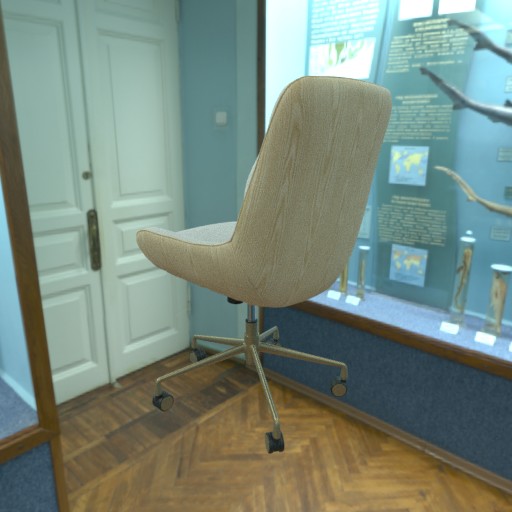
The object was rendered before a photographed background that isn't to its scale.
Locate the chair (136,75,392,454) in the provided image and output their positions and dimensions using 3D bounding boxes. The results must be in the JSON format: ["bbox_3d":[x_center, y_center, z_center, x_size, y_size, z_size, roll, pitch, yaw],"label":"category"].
[{"bbox_3d":[0.000,0.000,1.335,0.668,0.952,0.564,15,21,42],"label":"chair"}]
